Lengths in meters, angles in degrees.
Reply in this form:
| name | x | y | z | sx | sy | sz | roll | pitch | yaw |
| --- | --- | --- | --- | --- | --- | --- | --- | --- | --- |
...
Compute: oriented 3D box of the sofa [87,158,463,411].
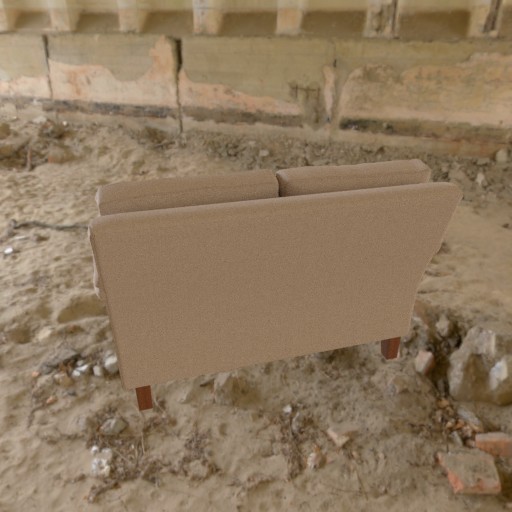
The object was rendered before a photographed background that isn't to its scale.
| name | x | y | z | sx | sy | sz | roll | pitch | yaw |
| --- | --- | --- | --- | --- | --- | --- | --- | --- | --- |
| sofa | 0.000 | 0.000 | 2.256 | 1.508 | 1.048 | 1.087 | -7 | 28 | -14 |
